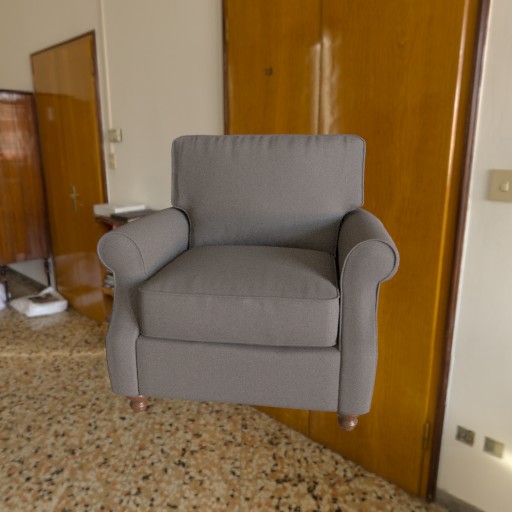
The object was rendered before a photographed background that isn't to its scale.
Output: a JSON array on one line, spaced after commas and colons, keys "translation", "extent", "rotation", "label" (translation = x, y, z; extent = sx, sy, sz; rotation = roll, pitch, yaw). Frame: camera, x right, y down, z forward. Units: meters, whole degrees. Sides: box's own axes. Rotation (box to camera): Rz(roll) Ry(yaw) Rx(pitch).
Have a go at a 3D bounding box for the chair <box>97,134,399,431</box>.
[{"translation": [0.000, 0.000, 1.794], "extent": [1.029, 0.967, 0.966], "rotation": [2, 14, 8], "label": "chair"}]
